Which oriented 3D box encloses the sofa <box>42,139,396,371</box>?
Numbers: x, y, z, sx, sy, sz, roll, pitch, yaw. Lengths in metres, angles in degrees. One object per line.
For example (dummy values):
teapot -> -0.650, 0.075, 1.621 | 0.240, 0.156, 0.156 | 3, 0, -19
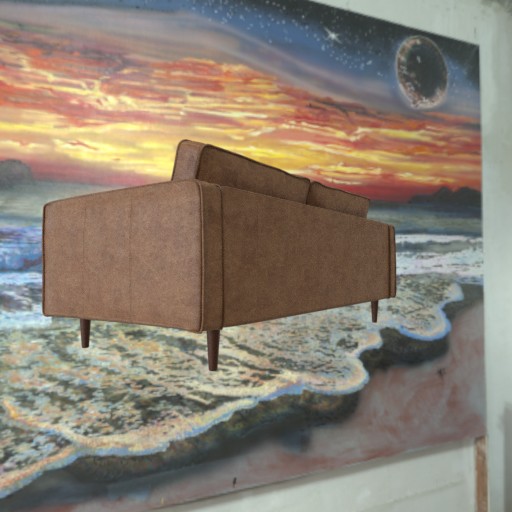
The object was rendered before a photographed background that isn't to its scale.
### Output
sofa -> 0.000, 0.000, 2.388 | 0.924, 0.825, 1.920 | -1, -1, 35
